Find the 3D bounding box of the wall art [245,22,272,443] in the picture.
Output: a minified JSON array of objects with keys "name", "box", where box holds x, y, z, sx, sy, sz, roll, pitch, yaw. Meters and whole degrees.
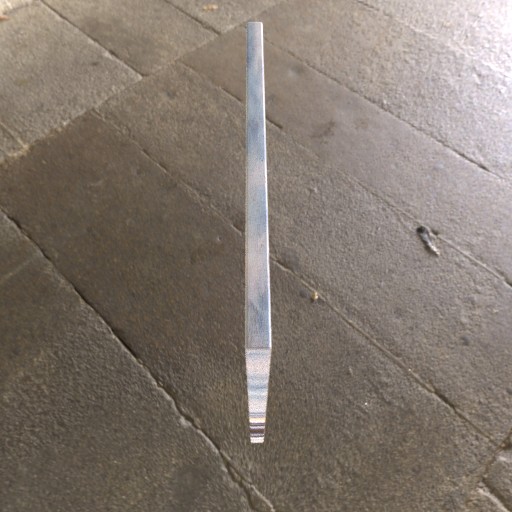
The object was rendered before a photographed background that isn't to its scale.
[{"name":"wall art","box":[0.000,0.000,1.094,0.035,0.747,0.747,0,58,0]}]
